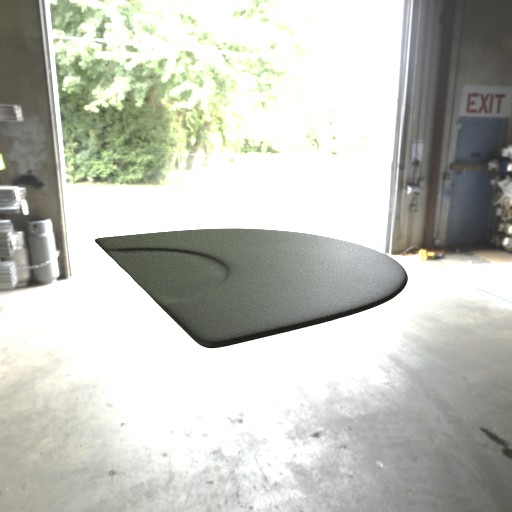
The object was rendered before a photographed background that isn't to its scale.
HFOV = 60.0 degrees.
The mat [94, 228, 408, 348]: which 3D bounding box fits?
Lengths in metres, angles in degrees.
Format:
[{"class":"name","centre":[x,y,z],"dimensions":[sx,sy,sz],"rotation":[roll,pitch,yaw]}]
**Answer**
[{"class":"mat","centre":[0.000,0.000,1.594],"dimensions":[0.917,0.016,1.220],"rotation":[-8,16,-28]}]
